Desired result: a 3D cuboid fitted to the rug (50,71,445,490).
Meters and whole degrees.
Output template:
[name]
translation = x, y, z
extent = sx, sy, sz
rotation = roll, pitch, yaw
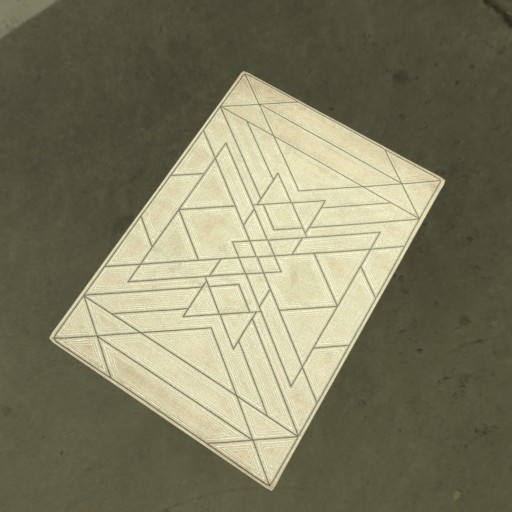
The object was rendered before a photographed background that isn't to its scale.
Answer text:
[rug]
translation = 0.000, 0.000, 4.297
extent = 2.436, 0.026, 3.381
rotation = 31, 78, 7
